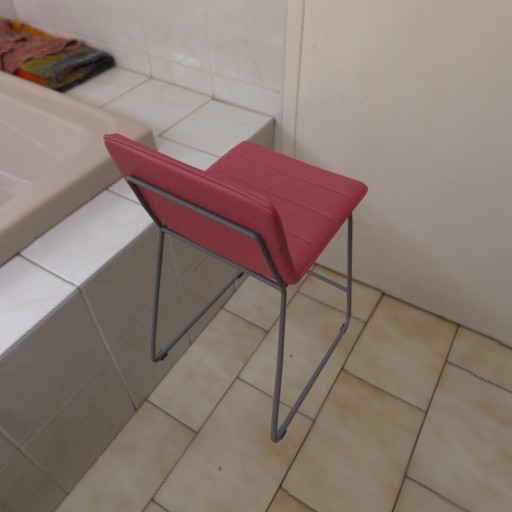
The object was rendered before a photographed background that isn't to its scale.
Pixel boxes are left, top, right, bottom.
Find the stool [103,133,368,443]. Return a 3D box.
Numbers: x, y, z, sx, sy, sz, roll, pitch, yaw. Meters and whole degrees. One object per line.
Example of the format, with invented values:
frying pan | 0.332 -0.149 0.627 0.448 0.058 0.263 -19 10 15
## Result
stool | 0.000 0.000 1.202 0.489 0.866 0.524 26 52 23
